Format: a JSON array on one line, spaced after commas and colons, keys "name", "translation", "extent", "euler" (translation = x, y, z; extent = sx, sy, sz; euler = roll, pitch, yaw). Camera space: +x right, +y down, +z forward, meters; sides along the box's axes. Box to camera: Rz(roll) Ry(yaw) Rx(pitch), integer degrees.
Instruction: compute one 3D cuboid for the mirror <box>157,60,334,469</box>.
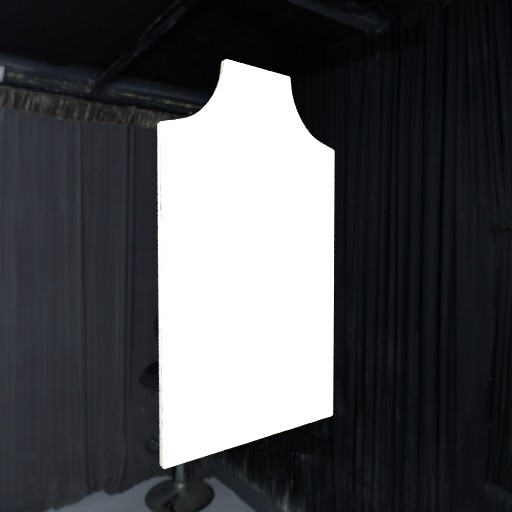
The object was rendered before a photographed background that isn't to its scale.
[{"name": "mirror", "translation": [0.000, 0.000, 0.868], "extent": [0.403, 0.717, 0.022], "euler": [-1, 2, -35]}]
